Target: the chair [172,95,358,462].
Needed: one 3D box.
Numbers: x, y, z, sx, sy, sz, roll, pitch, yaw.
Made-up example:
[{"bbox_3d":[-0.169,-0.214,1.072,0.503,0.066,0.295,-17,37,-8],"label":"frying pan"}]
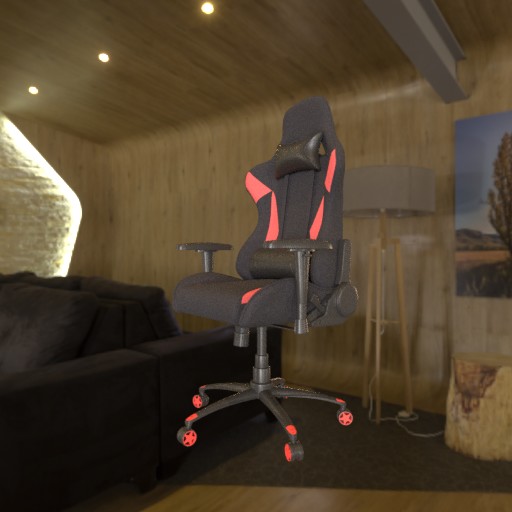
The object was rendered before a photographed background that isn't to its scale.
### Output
[{"bbox_3d":[0.000,0.000,1.736,0.658,1.326,0.695,0,0,-36],"label":"chair"}]
